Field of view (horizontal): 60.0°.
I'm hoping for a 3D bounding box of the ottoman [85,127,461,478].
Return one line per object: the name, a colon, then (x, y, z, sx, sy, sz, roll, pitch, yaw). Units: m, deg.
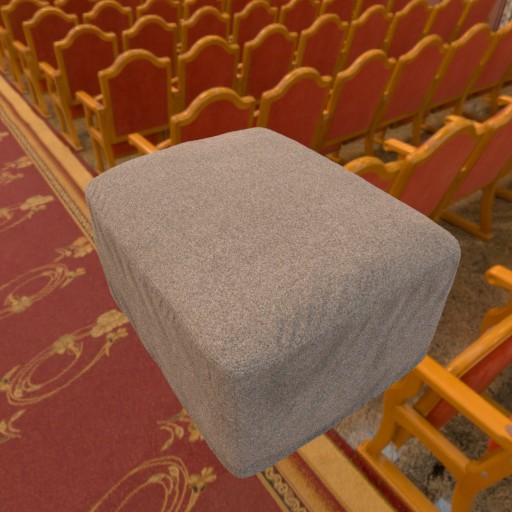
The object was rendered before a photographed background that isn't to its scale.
ottoman: (0.000, 0.000, 1.226, 0.683, 0.481, 0.837, -24, 45, -26)
